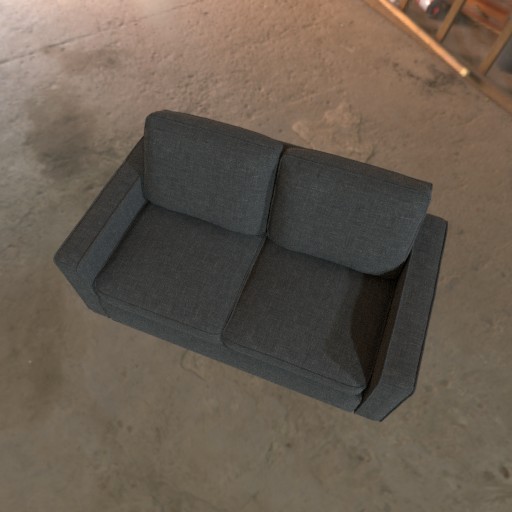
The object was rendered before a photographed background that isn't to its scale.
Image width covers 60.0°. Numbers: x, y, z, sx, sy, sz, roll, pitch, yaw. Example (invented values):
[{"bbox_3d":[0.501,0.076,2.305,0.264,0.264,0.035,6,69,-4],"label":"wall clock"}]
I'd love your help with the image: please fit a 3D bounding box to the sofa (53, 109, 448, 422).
[{"bbox_3d":[0.000,0.000,2.239,1.709,0.918,0.947,18,60,11],"label":"sofa"}]
